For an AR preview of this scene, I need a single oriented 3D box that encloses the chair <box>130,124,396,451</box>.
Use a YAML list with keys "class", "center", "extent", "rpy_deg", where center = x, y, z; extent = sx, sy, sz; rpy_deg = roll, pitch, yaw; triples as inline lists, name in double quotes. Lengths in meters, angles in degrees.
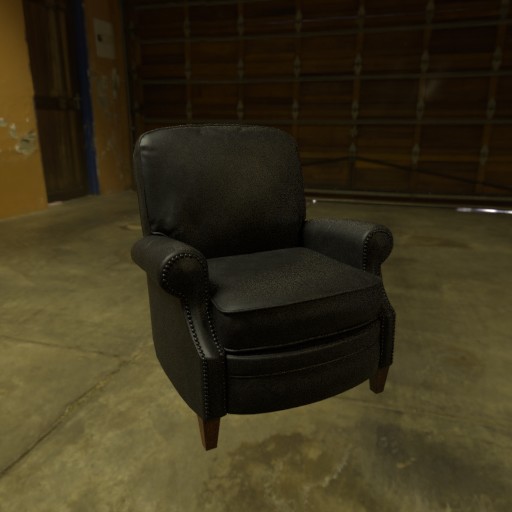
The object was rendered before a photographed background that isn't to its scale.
- class: "chair"
  center: [0.000, 0.000, 1.769]
  extent: [0.936, 1.018, 0.986]
  rpy_deg: [-8, 17, -26]
